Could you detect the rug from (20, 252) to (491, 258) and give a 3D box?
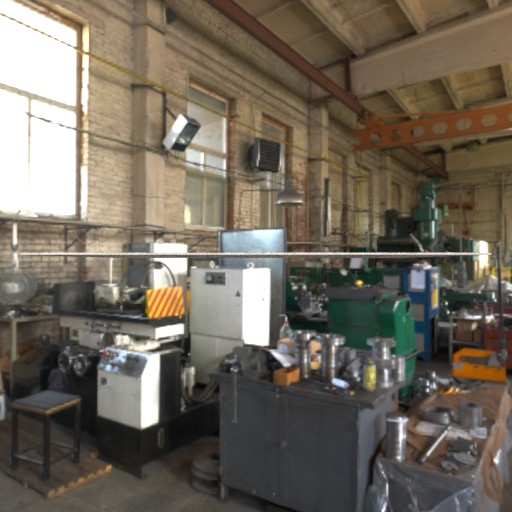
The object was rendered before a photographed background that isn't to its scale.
[{"bbox_3d":[0.000,0.000,3.050,2.431,0.012,1.536,0,-1,1],"label":"rug"}]
